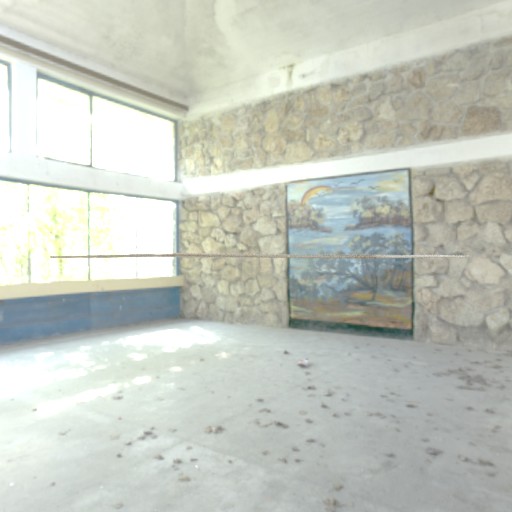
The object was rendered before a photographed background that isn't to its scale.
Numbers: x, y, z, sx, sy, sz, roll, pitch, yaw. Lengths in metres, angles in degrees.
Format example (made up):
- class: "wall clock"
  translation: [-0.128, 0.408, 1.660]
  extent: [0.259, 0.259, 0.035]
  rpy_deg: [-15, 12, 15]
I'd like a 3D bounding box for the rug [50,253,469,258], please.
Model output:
- class: "rug"
  translation: [0.000, 0.000, 2.929]
  extent: [2.283, 0.030, 1.596]
  rpy_deg: [0, 0, 37]
